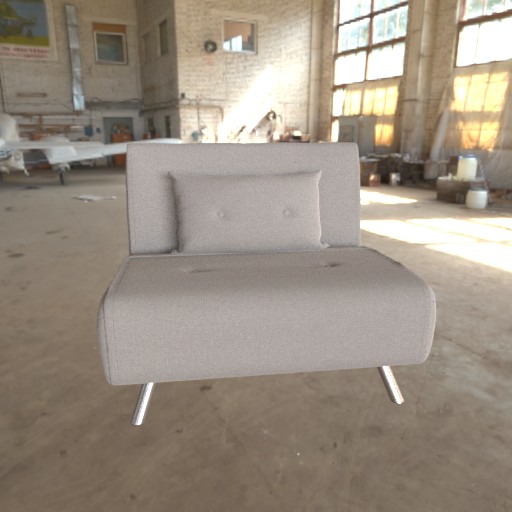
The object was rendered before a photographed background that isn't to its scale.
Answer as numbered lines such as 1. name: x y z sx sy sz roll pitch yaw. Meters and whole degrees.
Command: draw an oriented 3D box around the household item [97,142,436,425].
1. household item: 0.000 0.000 1.643 1.000 0.800 0.874 -2 16 -7
